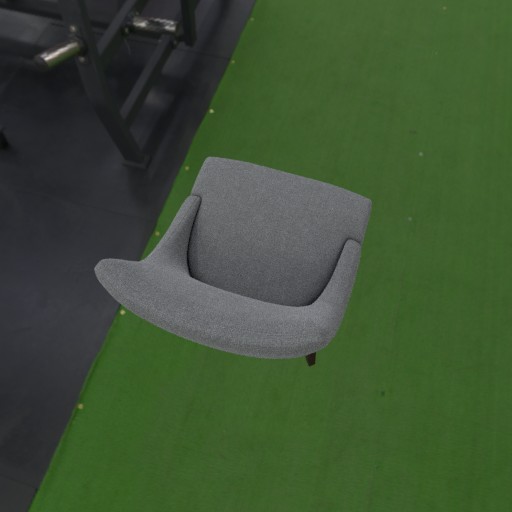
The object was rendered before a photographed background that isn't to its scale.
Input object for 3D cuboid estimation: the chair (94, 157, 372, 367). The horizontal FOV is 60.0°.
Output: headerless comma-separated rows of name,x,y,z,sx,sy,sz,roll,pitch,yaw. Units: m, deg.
chair,0.000,0.000,1.516,0.701,0.909,0.861,17,65,8
